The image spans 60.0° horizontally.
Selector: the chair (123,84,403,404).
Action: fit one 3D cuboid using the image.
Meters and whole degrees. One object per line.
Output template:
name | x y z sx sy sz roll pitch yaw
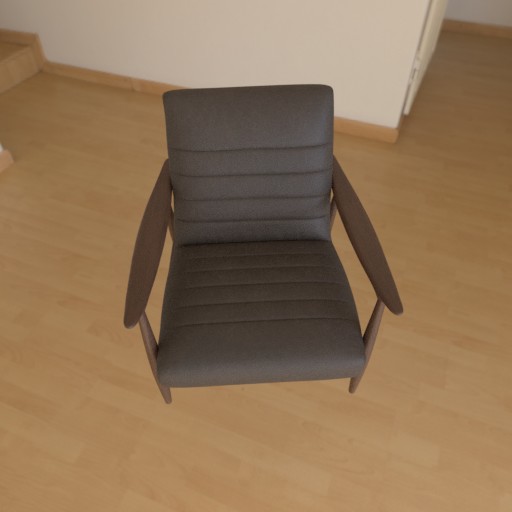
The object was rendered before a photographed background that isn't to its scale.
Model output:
chair | 0.000 0.000 1.485 0.741 0.831 0.798 -2 47 -2
